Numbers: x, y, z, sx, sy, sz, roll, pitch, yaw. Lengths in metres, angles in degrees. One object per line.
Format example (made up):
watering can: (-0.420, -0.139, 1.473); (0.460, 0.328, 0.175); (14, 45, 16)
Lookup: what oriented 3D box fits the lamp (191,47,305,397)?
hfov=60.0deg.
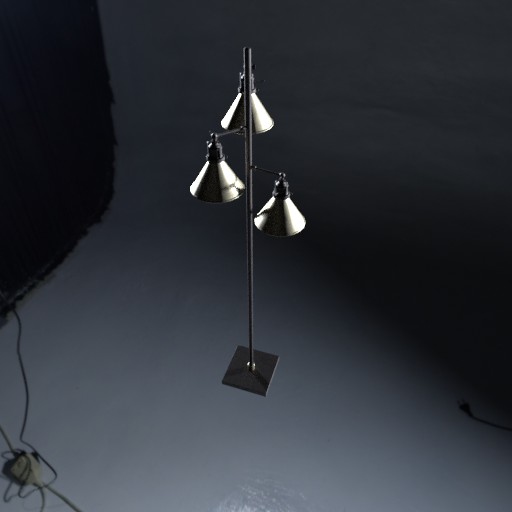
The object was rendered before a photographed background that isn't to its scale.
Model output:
lamp: (0.000, 0.000, 1.935); (0.415, 1.716, 0.428); (12, 43, 13)
